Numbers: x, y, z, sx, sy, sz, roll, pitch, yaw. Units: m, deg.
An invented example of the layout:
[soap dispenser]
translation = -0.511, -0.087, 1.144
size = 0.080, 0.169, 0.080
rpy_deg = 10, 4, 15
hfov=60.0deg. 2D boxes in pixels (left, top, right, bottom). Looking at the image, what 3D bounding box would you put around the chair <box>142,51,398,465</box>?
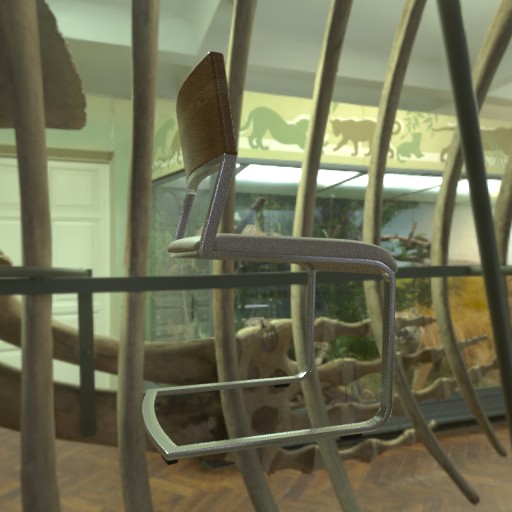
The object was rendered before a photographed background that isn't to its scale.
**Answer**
[chair]
translation = 0.000, 0.000, 1.185
size = 0.585, 0.844, 0.467
rpy_deg = 0, 0, -18
